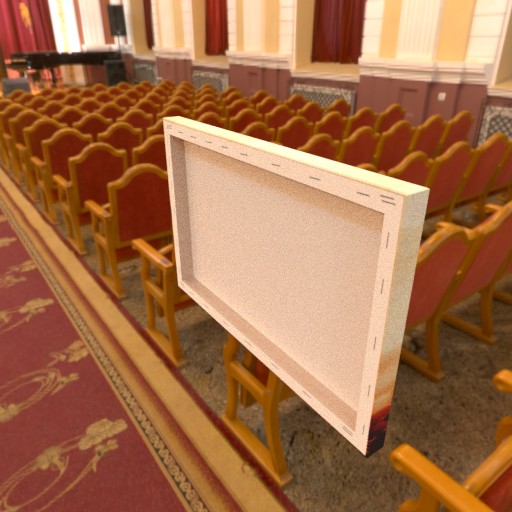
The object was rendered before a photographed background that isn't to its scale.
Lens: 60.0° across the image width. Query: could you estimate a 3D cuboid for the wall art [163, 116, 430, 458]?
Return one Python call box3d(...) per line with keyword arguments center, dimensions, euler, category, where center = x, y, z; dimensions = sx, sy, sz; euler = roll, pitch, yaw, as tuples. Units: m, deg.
box3d(center=(0.000, 0.000, 0.792), dimensions=(0.040, 0.402, 0.613), euler=(-17, 31, -31), category="wall art")
